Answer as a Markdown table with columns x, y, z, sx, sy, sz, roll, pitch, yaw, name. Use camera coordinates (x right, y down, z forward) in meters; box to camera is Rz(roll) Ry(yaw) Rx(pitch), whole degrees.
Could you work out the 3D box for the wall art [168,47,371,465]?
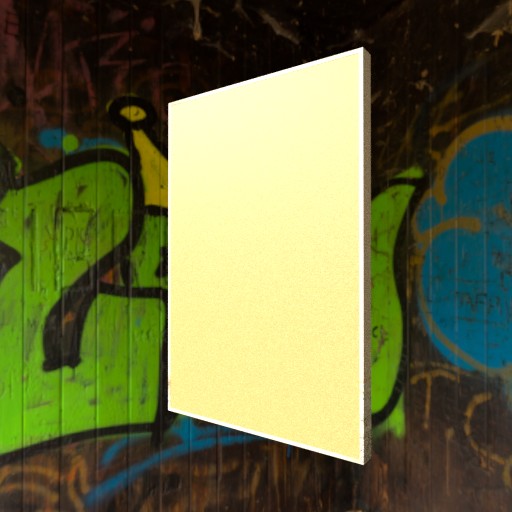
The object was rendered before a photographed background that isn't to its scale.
| x | y | z | sx | sy | sz | roll | pitch | yaw | name |
| --- | --- | --- | --- | --- | --- | --- | --- | --- | --- |
| 0.000 | 0.000 | 0.972 | 0.508 | 0.764 | 0.038 | 0 | -1 | 35 | wall art |
